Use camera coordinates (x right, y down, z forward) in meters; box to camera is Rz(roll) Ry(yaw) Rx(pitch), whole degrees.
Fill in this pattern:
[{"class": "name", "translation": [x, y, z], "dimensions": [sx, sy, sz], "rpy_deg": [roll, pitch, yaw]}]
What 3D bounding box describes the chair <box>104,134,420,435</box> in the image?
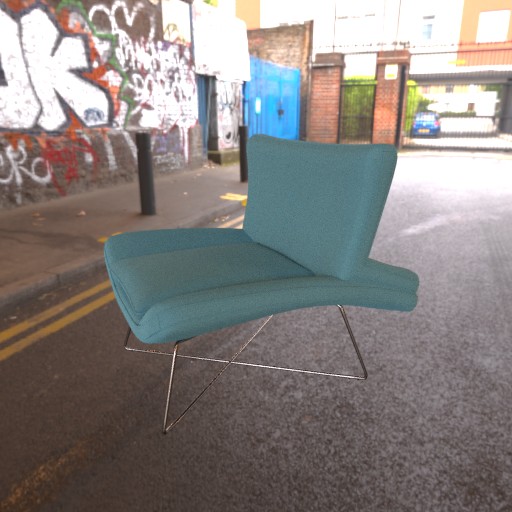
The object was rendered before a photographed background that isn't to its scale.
[{"class": "chair", "translation": [0.000, 0.000, 1.674], "dimensions": [1.008, 0.855, 0.859], "rpy_deg": [-9, 20, -26]}]
